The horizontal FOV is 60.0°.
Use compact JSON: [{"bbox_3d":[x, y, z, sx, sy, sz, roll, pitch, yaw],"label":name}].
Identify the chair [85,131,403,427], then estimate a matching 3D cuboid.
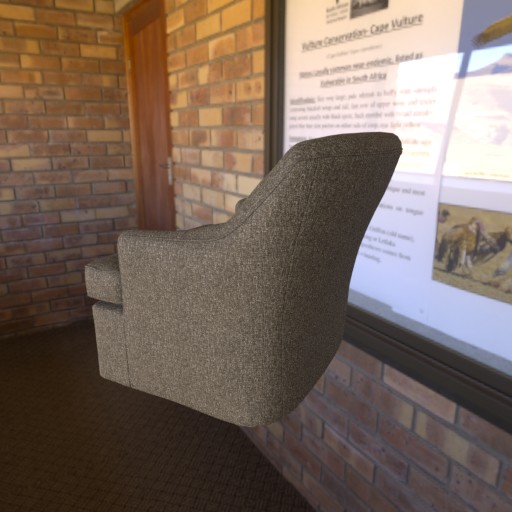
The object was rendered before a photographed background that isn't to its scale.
[{"bbox_3d":[0.000,0.000,1.587,0.923,0.856,0.864,8,17,26],"label":"chair"}]
